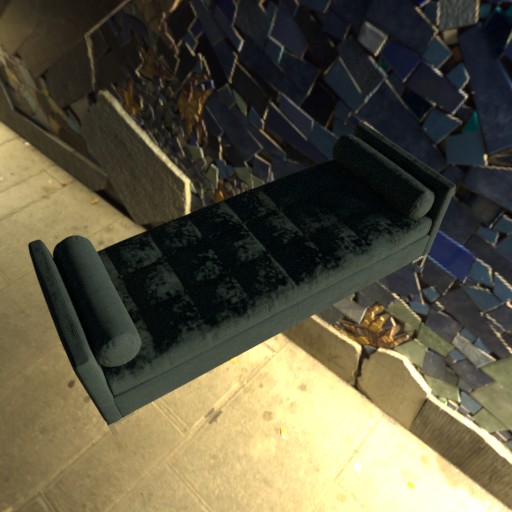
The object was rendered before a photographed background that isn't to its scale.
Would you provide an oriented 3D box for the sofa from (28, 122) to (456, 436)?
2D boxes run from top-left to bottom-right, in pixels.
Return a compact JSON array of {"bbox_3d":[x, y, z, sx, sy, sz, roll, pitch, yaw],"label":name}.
[{"bbox_3d":[0.000,0.000,2.475,2.102,0.657,0.797,-24,52,-21],"label":"sofa"}]
